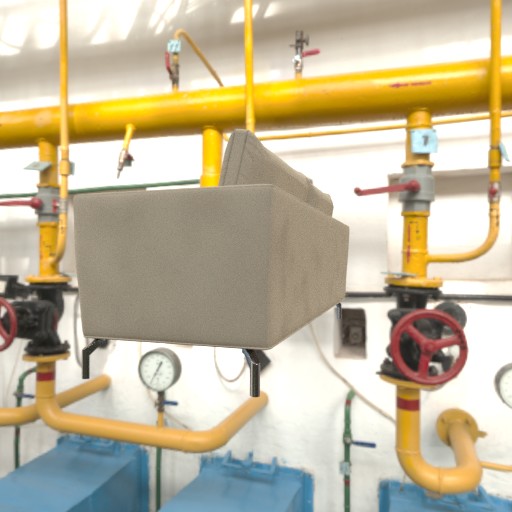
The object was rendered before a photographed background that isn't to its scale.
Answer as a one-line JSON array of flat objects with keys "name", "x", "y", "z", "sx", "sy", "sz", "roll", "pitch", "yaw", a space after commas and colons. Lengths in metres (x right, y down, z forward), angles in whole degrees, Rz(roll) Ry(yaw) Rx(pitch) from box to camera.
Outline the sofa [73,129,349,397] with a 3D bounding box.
[{"name": "sofa", "x": 0.000, "y": 0.000, "z": 2.690, "sx": 0.868, "sy": 1.005, "sz": 2.214, "roll": 0, "pitch": 0, "yaw": 19}]
